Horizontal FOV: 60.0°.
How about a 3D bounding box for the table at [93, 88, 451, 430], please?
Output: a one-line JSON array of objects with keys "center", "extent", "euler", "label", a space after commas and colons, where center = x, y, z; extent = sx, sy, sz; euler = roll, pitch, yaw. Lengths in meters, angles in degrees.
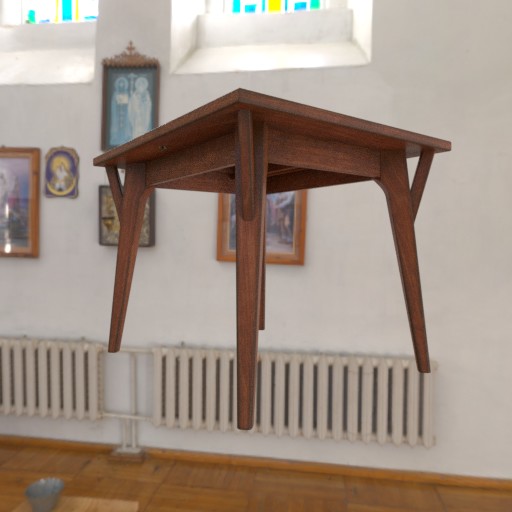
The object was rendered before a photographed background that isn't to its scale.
[{"center": [0.000, 0.000, 1.590], "extent": [0.838, 0.761, 0.991], "euler": [-1, 2, -37], "label": "table"}]
